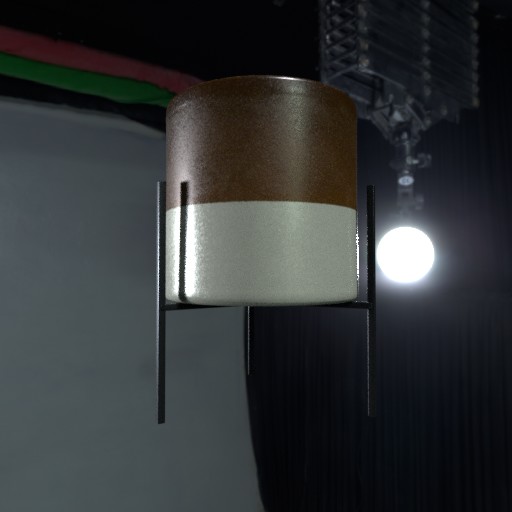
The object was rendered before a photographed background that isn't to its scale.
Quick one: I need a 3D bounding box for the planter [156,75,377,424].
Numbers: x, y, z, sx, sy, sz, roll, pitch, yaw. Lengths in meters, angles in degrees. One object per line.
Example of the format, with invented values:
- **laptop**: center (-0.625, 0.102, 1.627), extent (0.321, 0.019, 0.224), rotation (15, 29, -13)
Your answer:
- **planter**: center (0.000, 0.000, 0.573), extent (0.269, 0.375, 0.255), rotation (1, -2, -37)
